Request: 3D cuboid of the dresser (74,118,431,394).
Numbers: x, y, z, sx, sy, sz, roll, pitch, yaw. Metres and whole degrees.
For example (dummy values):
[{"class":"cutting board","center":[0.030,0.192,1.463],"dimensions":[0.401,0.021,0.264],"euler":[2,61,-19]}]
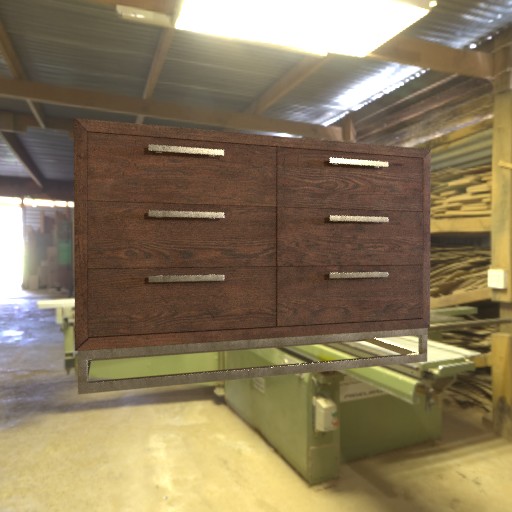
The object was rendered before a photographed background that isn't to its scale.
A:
[{"class":"dresser","center":[0.000,0.000,2.217],"dimensions":[1.646,1.061,0.623],"euler":[0,1,-18]}]
